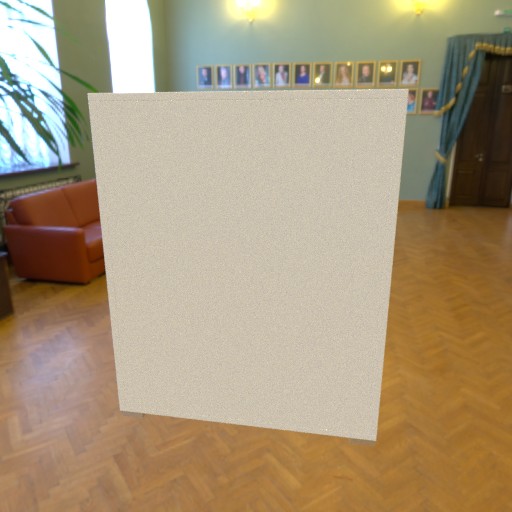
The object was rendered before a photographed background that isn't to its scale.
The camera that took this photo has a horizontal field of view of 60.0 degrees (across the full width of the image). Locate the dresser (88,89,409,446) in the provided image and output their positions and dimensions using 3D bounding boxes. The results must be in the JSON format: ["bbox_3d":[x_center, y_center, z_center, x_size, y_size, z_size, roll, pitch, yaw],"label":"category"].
[{"bbox_3d":[0.000,0.000,1.182,0.650,0.800,0.400,3,17,10],"label":"dresser"}]
